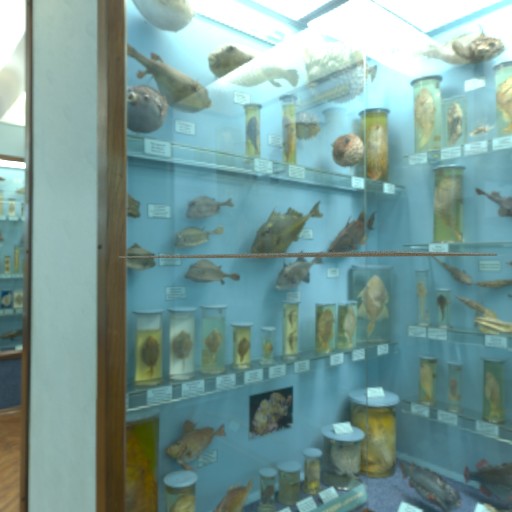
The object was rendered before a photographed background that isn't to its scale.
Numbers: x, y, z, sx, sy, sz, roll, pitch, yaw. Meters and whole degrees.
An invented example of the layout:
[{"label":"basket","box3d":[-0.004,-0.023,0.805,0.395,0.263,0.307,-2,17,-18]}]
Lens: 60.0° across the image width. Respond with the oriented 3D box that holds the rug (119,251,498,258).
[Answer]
[{"label":"rug","box3d":[0.000,0.000,2.640,0.767,0.012,2.430,0,-1,-38]}]
